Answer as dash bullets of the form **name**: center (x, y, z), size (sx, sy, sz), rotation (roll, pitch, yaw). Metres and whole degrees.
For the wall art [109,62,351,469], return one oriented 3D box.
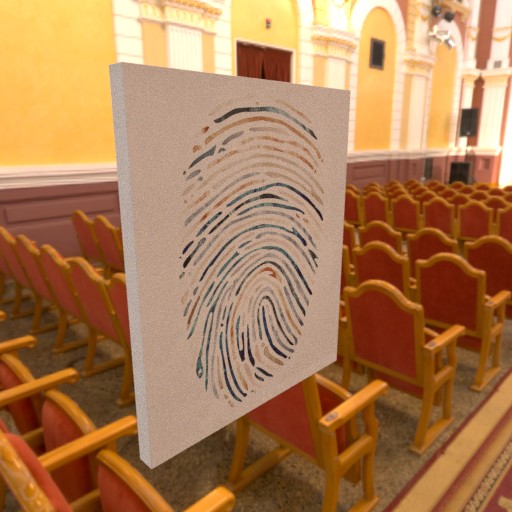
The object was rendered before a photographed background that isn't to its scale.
- **wall art**: center (0.000, 0.000, 0.817), size (0.037, 0.606, 0.508), rotation (15, 21, 43)
